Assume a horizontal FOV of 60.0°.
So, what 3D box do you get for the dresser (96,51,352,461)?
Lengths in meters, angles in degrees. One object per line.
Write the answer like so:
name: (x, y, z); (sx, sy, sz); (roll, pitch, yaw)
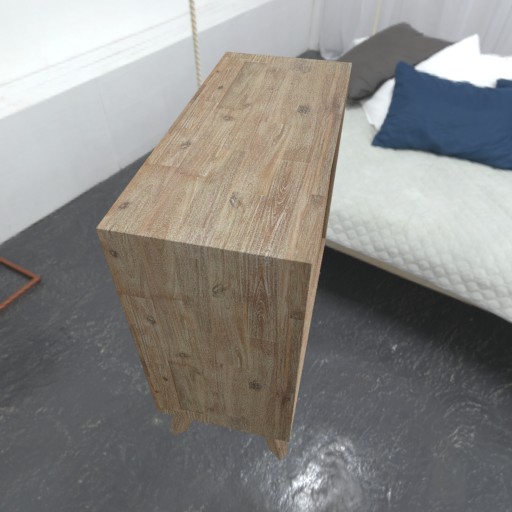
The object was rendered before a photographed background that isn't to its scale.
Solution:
dresser: (0.000, 0.000, 1.595); (0.455, 1.029, 0.998); (9, 46, 9)
